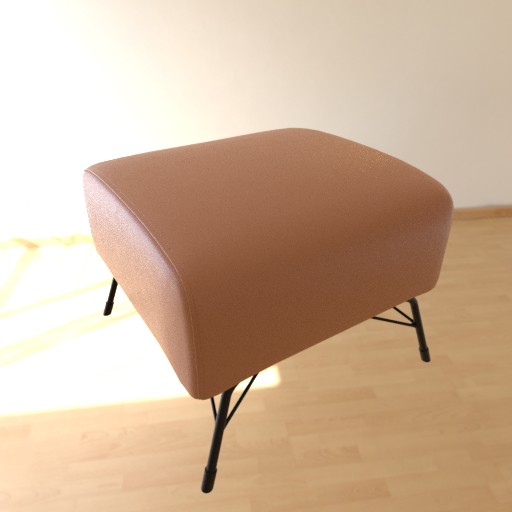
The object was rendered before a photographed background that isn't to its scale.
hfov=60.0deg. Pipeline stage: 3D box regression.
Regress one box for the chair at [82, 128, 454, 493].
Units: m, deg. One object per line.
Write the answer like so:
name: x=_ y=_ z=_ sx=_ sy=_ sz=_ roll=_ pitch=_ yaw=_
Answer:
chair: x=0.000 y=0.000 z=0.882 sx=0.530 sy=0.410 sz=0.530 roll=-18 pitch=35 yaw=-28
